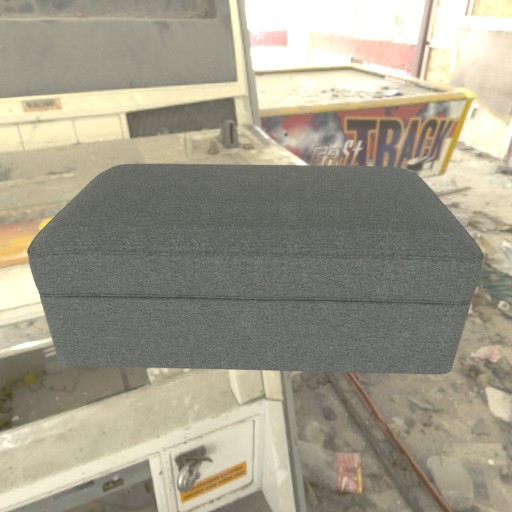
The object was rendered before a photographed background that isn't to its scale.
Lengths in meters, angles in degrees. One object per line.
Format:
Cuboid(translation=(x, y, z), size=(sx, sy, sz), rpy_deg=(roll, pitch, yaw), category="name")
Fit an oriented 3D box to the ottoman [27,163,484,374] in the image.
Cuboid(translation=(0.000, 0.000, 1.486), size=(1.173, 0.494, 0.681), rpy_deg=(1, 30, 2), category="ottoman")
